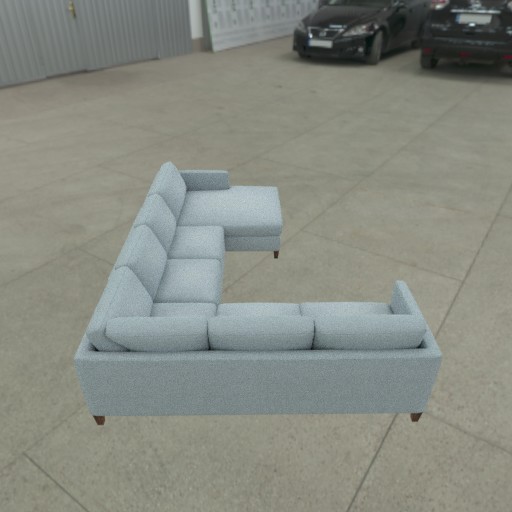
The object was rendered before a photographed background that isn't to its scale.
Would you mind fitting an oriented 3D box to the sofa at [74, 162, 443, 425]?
[{"bbox_3d":[0.000,0.000,4.531,2.551,0.889,3.403,0,33,-1],"label":"sofa"}]
